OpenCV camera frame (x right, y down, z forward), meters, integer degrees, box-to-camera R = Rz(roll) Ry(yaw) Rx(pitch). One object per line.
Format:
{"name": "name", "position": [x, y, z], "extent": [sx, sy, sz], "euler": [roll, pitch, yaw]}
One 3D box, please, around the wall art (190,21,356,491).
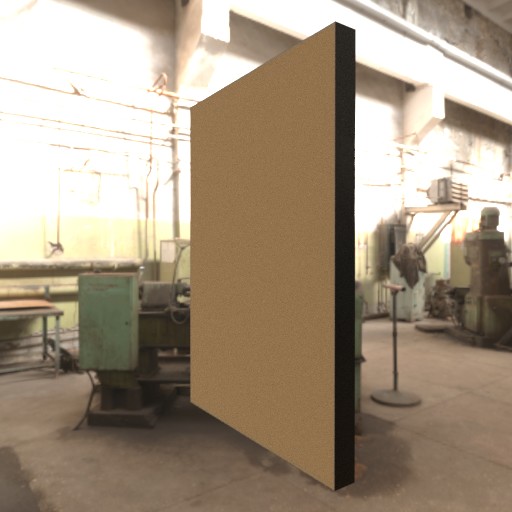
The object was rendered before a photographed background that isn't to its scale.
{"name": "wall art", "position": [0.000, 0.000, 0.568], "extent": [0.031, 0.457, 0.313], "euler": [0, 1, -35]}
